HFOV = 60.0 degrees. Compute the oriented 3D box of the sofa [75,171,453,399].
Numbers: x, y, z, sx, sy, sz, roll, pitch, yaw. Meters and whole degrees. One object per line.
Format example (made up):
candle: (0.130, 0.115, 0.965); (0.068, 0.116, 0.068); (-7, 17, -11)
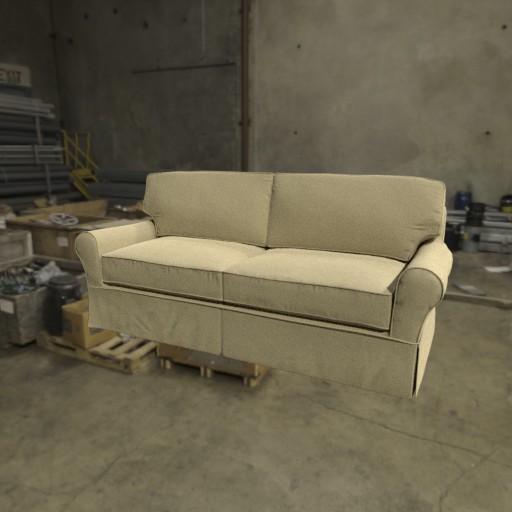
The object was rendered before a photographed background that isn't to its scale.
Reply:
sofa: (0.000, 0.000, 2.788); (2.246, 1.014, 0.900); (6, 15, 26)
